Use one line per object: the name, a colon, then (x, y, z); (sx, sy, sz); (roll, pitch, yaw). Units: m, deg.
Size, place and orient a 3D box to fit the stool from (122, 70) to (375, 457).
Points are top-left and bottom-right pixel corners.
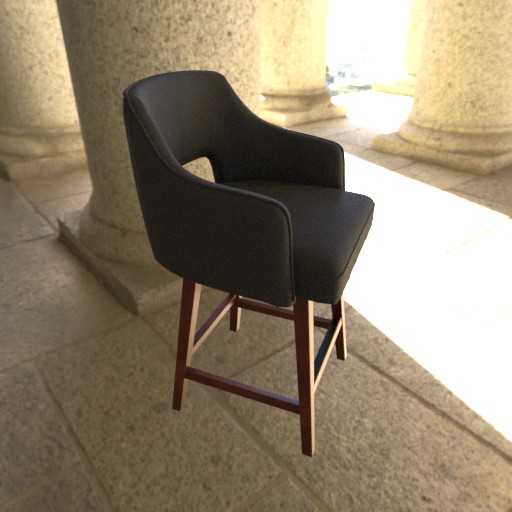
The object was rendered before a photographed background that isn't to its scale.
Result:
stool: (0.000, 0.000, 1.225); (0.558, 0.912, 0.548); (11, 31, 19)
